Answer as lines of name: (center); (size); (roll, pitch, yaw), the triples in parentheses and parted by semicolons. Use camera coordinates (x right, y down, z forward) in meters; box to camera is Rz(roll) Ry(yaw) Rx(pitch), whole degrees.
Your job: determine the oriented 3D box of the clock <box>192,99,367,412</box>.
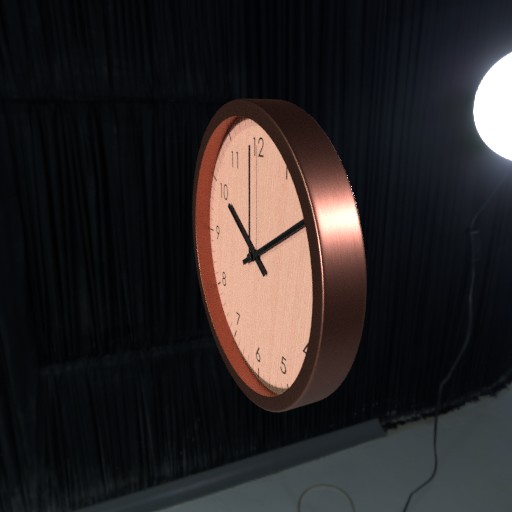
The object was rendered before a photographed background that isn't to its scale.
clock: (0.000, 0.000, 0.470); (0.040, 0.313, 0.313); (-8, 19, -24)
